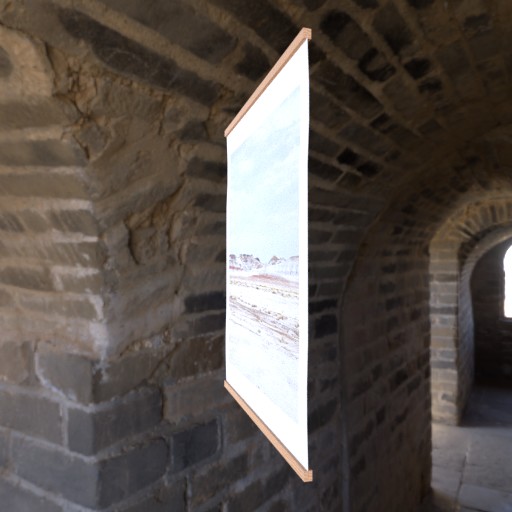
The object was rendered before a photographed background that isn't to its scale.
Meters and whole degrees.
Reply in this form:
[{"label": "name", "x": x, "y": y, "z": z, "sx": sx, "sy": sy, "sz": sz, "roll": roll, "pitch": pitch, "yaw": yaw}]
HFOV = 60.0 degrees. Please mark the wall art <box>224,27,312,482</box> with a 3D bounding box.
[{"label": "wall art", "x": 0.000, "y": 0.000, "z": 0.689, "sx": 0.010, "sy": 0.507, "sz": 0.404, "roll": 0, "pitch": -1, "yaw": -17}]
